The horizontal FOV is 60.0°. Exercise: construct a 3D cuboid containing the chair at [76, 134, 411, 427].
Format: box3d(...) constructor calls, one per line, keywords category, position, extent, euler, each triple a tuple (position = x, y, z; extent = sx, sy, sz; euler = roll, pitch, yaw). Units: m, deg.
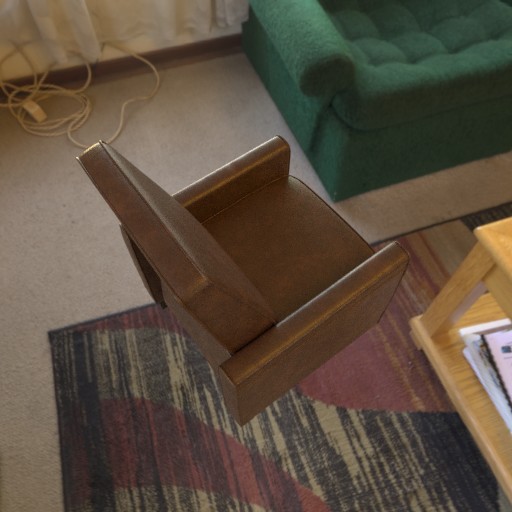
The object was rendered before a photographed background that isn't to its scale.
box3d(category="chair", position=(0.000, 0.000, 1.500), extent=(0.746, 1.013, 0.705), euler=(-32, 62, -19))
